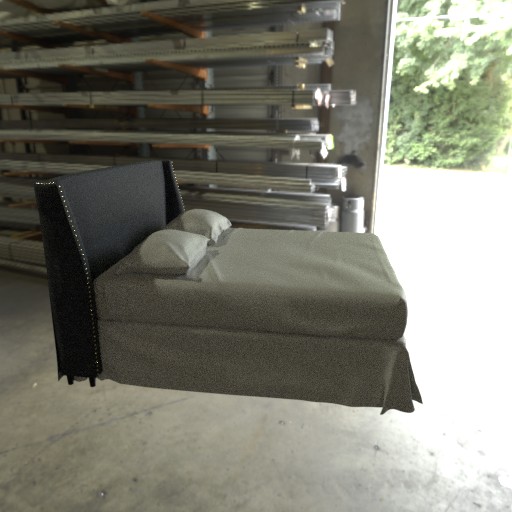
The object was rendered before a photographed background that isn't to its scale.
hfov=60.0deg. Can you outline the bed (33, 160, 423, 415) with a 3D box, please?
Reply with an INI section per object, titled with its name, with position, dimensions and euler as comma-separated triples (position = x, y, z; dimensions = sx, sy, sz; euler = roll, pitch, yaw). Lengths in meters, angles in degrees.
[bed]
position = 0.000, 0.000, 3.400
dimensions = 2.276, 1.332, 1.925
euler = 3, 16, 9
